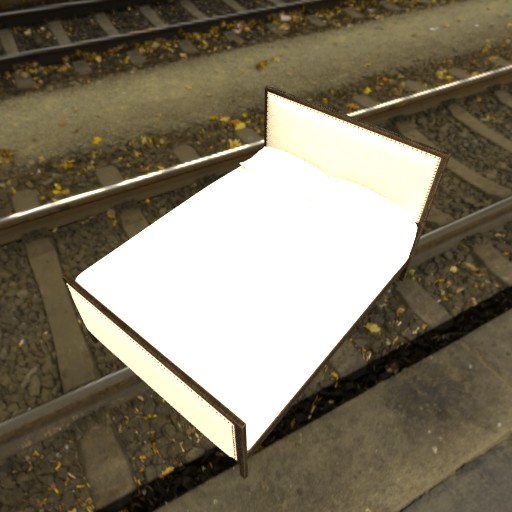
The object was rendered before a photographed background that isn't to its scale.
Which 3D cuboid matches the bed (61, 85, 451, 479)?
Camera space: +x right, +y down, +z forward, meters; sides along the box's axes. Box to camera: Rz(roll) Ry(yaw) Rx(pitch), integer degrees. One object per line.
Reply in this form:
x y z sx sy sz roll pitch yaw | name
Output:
0.000 0.000 3.258 1.607 1.313 2.221 31 54 26 | bed
